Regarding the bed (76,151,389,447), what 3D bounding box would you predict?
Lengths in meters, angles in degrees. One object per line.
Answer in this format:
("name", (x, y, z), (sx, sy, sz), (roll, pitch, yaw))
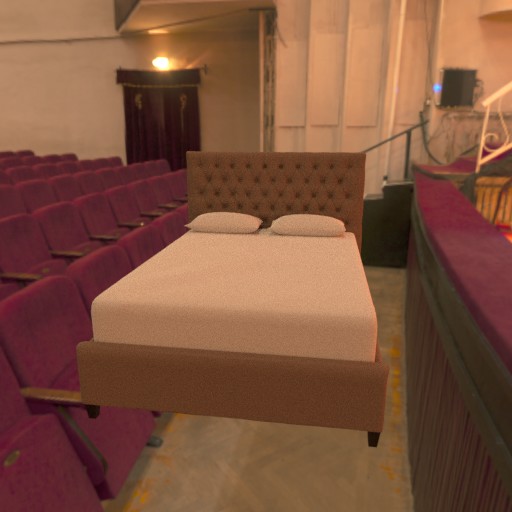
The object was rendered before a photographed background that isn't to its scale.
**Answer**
("bed", (0.000, 0.000, 3.290), (1.696, 1.426, 2.233), (2, 16, 8))
